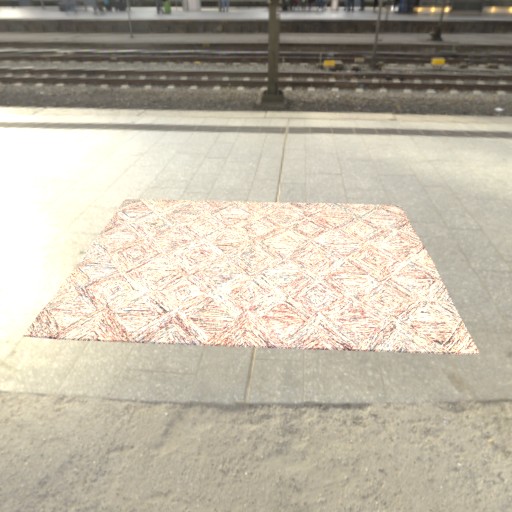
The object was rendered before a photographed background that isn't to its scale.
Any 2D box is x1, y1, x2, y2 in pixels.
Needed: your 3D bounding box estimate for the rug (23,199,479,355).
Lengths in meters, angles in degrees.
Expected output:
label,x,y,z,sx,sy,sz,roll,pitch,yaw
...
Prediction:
label,x,y,z,sx,sy,sz,roll,pitch,yaw
rug,0.000,0.000,4.120,3.226,0.024,2.436,2,31,3
